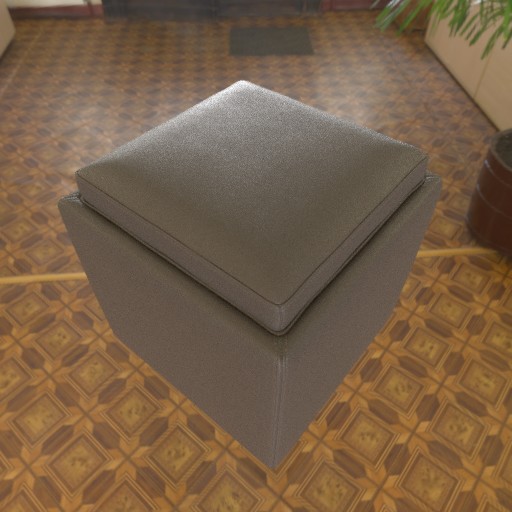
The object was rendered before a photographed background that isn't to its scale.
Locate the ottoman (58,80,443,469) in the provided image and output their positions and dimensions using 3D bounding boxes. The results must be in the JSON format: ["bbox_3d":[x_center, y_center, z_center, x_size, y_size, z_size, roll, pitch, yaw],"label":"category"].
[{"bbox_3d":[0.000,0.000,0.807,0.451,0.460,0.450,31,55,25],"label":"ottoman"}]
